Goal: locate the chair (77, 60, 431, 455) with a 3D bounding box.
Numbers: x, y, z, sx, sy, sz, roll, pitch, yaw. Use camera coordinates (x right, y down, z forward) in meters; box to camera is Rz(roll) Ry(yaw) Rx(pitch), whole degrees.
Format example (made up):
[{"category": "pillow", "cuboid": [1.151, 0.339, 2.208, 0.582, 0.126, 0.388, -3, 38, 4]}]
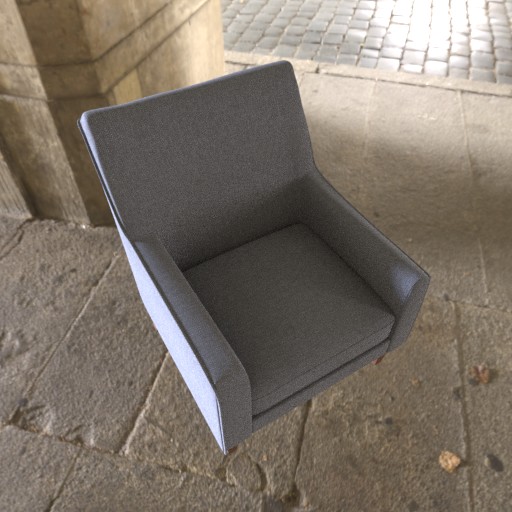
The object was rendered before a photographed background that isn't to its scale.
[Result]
[{"category": "chair", "cuboid": [0.000, 0.000, 1.560, 0.780, 0.919, 0.899, -24, 51, -21]}]
